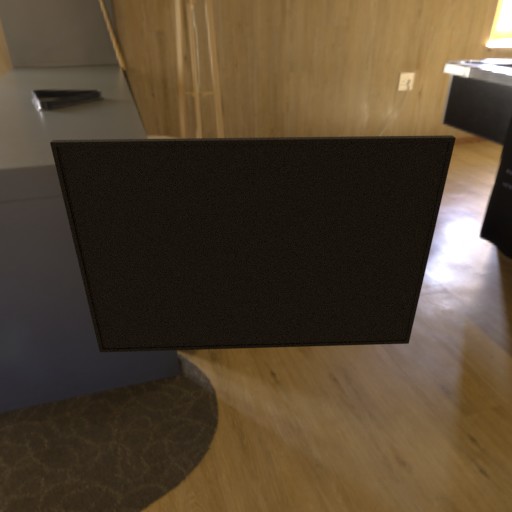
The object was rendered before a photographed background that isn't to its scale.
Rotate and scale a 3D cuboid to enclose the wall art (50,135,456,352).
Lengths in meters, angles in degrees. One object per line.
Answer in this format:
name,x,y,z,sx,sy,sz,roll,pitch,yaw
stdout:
wall art,0.000,0.000,1.514,1.190,0.805,0.028,-1,30,-2
